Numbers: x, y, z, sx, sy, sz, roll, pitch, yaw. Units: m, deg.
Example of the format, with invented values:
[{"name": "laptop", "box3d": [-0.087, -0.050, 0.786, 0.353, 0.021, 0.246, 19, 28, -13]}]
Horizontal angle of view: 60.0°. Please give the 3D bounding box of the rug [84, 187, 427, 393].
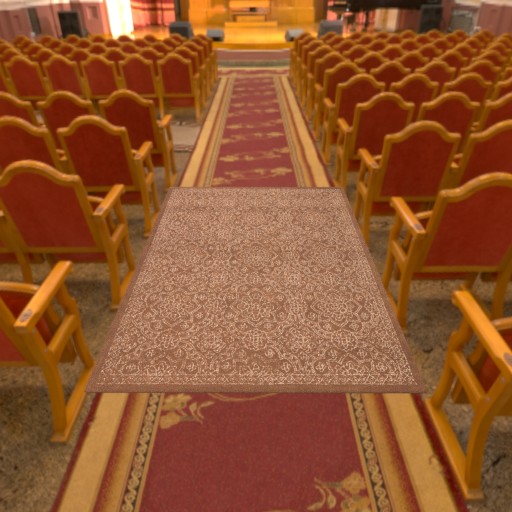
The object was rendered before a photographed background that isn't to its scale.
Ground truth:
[{"name": "rug", "box3d": [0.000, 0.000, 2.931, 1.524, 0.011, 2.286, 0, 32, 0]}]
